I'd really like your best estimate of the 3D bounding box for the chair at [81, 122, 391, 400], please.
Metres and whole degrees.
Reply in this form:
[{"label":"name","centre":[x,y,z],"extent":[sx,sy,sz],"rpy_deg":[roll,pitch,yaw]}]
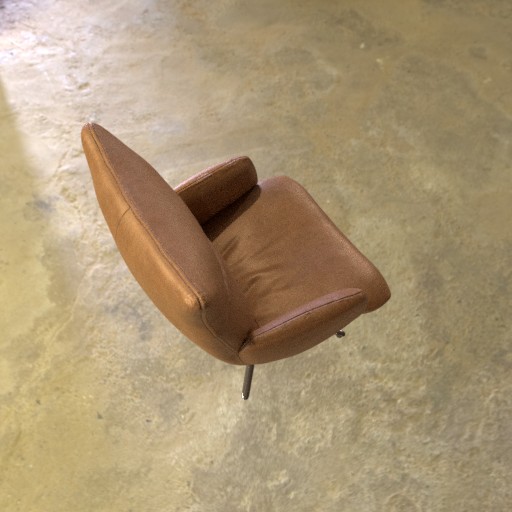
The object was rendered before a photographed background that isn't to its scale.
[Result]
[{"label":"chair","centre":[0.000,0.000,1.509],"extent":[0.794,1.027,0.711],"rpy_deg":[-29,62,-17]}]
